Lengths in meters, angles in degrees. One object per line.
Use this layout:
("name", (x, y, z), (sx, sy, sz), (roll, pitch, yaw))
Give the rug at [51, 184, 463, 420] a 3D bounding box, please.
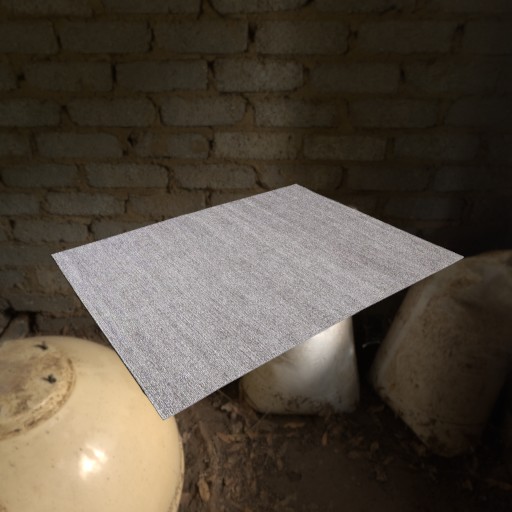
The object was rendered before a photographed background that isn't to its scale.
("rug", (0.000, 0.000, 4.296), (3.202, 0.045, 2.434), (-21, 36, -31))
